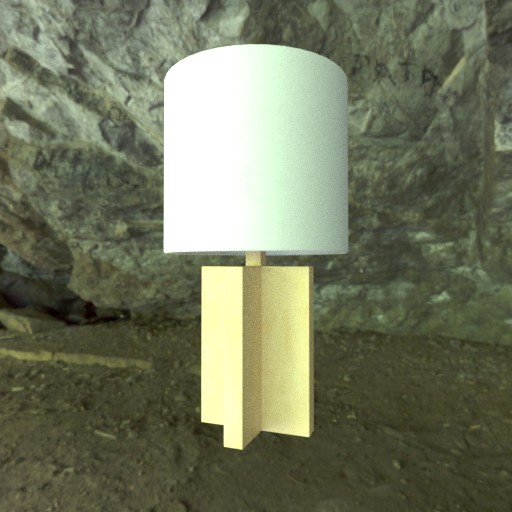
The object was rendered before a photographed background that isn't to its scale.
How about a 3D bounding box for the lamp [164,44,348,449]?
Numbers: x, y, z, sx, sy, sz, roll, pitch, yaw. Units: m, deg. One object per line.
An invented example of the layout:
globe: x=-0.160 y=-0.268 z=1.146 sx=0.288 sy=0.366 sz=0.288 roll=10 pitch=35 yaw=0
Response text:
lamp: x=0.000 y=0.000 z=0.561 sx=0.229 sy=0.428 sz=0.229 roll=0 pitch=-1 yaw=21
